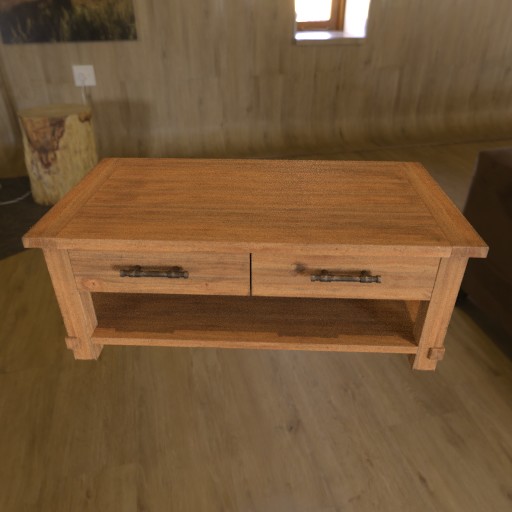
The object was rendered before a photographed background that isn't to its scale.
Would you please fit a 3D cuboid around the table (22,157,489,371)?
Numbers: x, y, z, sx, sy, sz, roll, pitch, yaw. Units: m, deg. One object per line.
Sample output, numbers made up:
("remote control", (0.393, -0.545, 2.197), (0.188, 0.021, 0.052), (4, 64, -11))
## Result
("table", (0.000, 0.000, 1.614), (1.270, 0.494, 0.693), (1, 31, 2))
